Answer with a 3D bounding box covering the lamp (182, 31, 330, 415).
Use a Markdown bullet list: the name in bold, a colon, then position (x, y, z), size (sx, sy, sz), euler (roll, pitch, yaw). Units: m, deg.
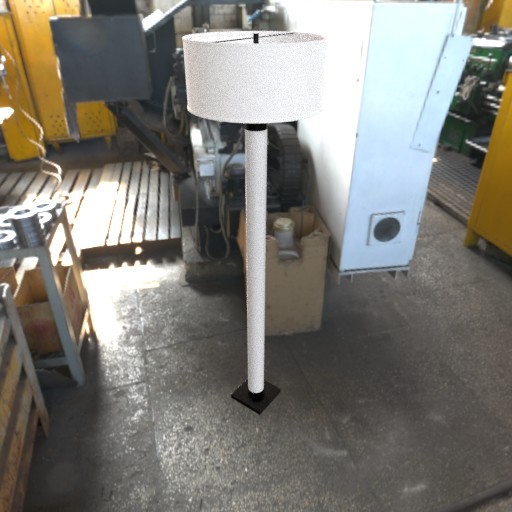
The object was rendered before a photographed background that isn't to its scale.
- **lamp**: position (0.000, 0.000, 1.637), size (0.420, 1.475, 0.420), euler (21, 37, 31)
